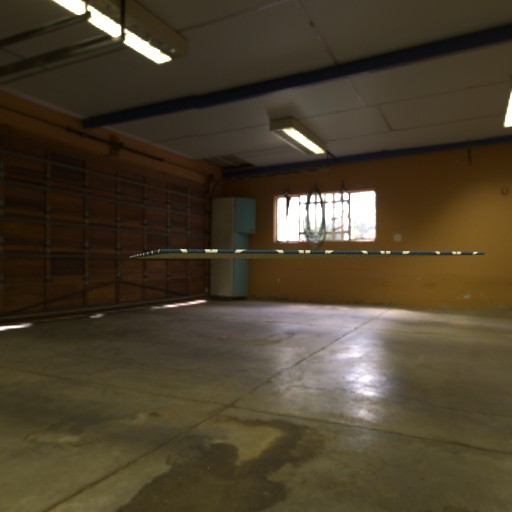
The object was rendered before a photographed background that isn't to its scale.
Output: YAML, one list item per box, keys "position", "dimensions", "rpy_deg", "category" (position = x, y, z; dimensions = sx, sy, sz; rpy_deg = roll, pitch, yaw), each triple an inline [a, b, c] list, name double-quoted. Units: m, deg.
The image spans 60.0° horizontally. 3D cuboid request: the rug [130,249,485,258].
- position: [0.000, 0.000, 2.231]
  dimensions: [1.143, 0.010, 1.753]
  rpy_deg: [0, -1, -19]
  category: "rug"
